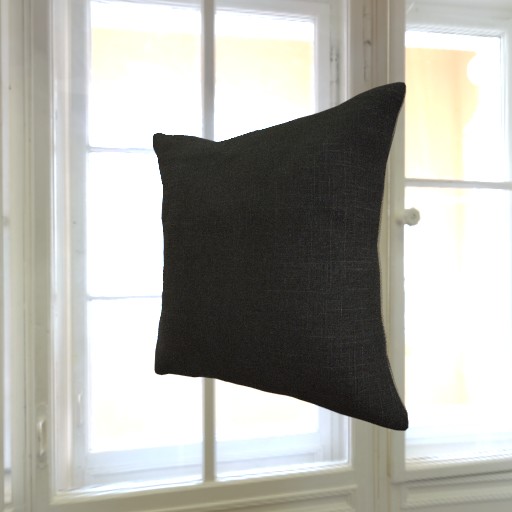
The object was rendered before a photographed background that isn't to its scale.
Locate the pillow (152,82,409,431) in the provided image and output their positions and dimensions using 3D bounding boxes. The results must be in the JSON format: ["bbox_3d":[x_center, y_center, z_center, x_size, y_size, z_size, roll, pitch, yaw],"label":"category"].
[{"bbox_3d":[0.000,0.000,0.687,0.468,0.444,0.138,1,1,36],"label":"pillow"}]
